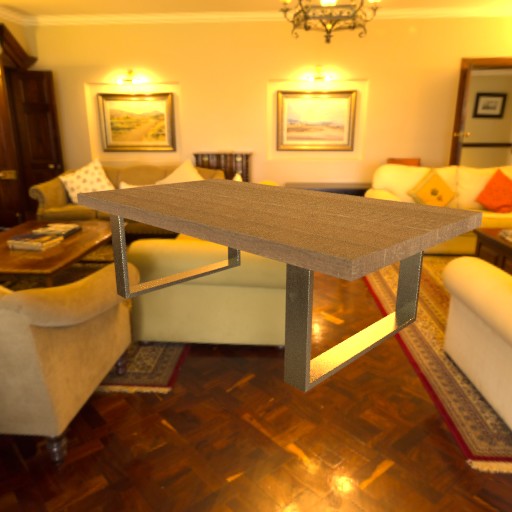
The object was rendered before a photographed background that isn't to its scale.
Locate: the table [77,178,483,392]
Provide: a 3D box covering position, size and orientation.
[{"bbox_3d":[0.000,0.000,1.783,1.400,0.440,0.800,16,23,43],"label":"table"}]
